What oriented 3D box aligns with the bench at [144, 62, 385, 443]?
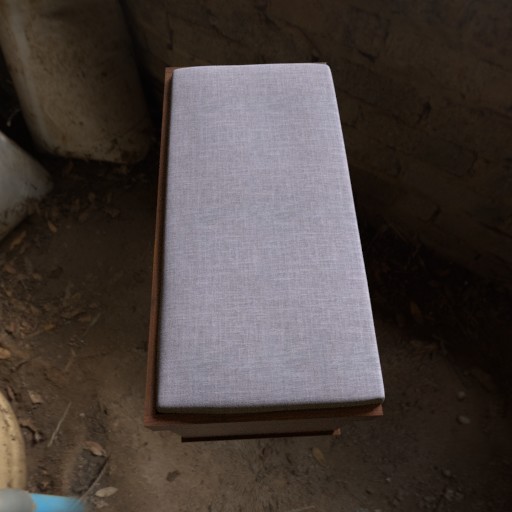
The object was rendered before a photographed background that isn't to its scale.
[{"bbox_3d":[0.000,0.000,0.989,0.362,0.461,0.734,-2,64,-1],"label":"bench"}]
